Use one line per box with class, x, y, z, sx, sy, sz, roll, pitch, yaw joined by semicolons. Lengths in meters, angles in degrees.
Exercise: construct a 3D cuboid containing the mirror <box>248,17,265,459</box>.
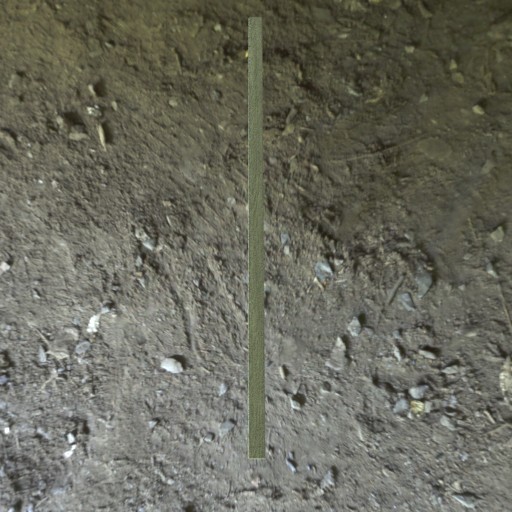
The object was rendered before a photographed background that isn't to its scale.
mirror;0.000;0.000;1.138;0.028;0.689;0.839;0;76;0
